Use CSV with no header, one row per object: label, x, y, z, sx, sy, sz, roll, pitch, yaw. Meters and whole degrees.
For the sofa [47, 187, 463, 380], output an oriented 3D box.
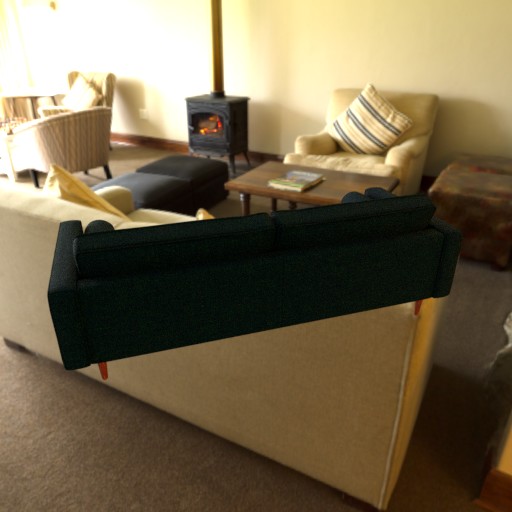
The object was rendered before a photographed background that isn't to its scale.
sofa,0.000,0.000,2.679,2.210,0.762,0.914,-8,28,-16
